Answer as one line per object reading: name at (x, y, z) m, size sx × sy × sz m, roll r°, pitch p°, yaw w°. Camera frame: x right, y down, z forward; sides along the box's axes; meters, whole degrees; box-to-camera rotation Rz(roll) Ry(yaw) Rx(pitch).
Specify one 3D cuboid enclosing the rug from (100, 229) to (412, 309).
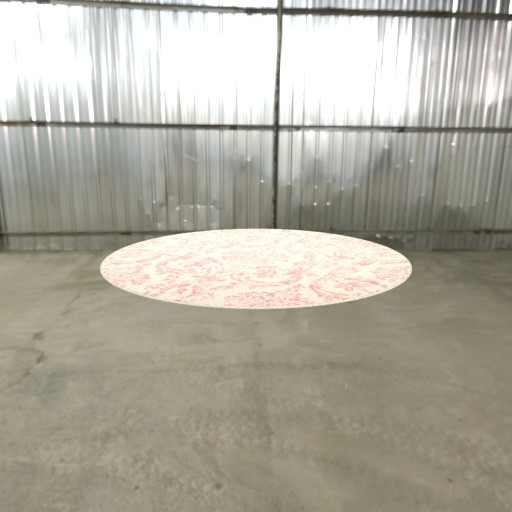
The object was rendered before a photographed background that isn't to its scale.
rug at (0.000, 0.000, 2.391) m, size 1.593 × 0.012 × 1.593 m, roll 0°, pitch 14°, yaw 0°
